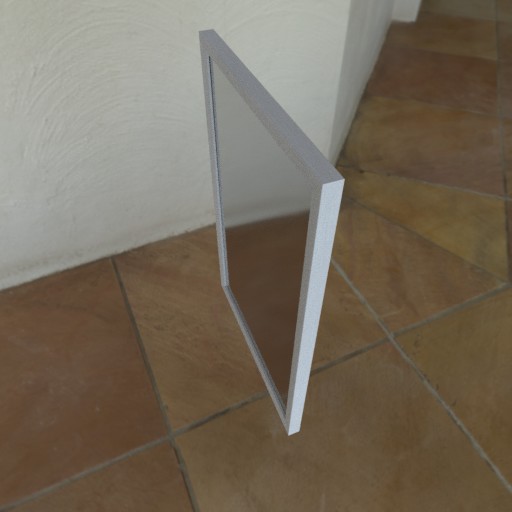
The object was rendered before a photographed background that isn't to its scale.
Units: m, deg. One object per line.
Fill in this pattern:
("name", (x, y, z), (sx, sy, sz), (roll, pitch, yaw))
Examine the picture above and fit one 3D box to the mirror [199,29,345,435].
("mirror", (0.000, 0.000, 1.158), (0.040, 0.915, 0.609), (-16, 49, -15))
